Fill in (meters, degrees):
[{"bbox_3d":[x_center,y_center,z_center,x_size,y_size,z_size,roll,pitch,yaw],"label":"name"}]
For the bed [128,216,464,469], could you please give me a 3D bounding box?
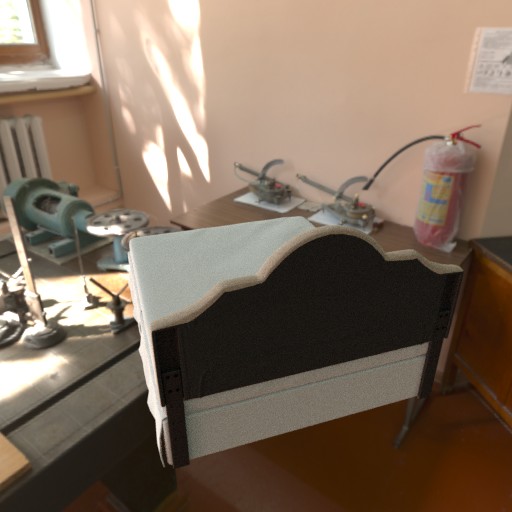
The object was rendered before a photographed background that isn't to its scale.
[{"bbox_3d":[0.000,0.000,2.964,1.667,1.194,1.970,-9,28,-17],"label":"bed"}]
